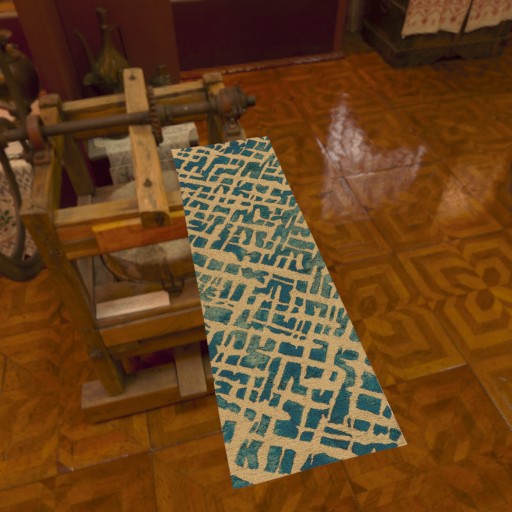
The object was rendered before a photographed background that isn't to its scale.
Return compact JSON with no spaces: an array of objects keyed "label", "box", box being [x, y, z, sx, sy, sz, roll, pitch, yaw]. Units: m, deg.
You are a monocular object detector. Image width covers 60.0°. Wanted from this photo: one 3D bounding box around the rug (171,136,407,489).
[{"label":"rug","box":[0.000,0.000,2.656,0.768,0.011,2.446,-10,49,-9]}]
